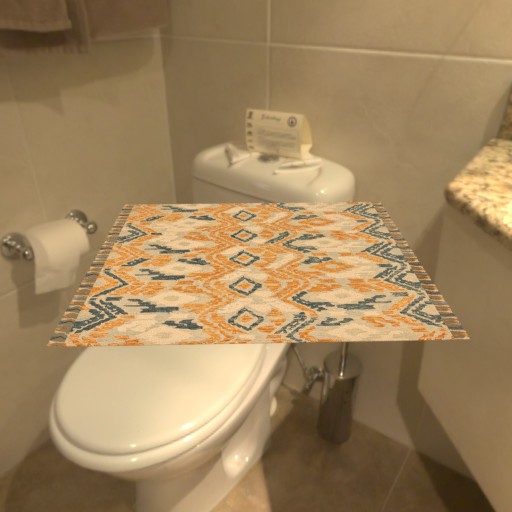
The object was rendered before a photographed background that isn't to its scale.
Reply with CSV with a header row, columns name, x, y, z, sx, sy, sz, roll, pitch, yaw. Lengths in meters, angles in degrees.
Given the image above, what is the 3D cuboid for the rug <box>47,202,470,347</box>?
name,x,y,z,sx,sy,sz,roll,pitch,yaw
rug,0.000,0.000,4.220,3.048,0.010,2.439,-1,31,-1
